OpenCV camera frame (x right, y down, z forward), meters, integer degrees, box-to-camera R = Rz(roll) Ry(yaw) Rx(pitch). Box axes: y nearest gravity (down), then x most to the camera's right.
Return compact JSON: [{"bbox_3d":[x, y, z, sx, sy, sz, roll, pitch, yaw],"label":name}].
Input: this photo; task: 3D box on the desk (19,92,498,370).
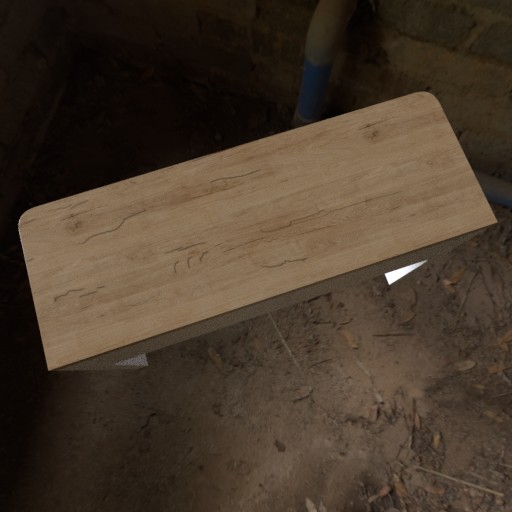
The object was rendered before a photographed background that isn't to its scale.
[{"bbox_3d":[0.000,0.000,1.440,1.100,0.760,0.390,-18,77,-4],"label":"desk"}]
